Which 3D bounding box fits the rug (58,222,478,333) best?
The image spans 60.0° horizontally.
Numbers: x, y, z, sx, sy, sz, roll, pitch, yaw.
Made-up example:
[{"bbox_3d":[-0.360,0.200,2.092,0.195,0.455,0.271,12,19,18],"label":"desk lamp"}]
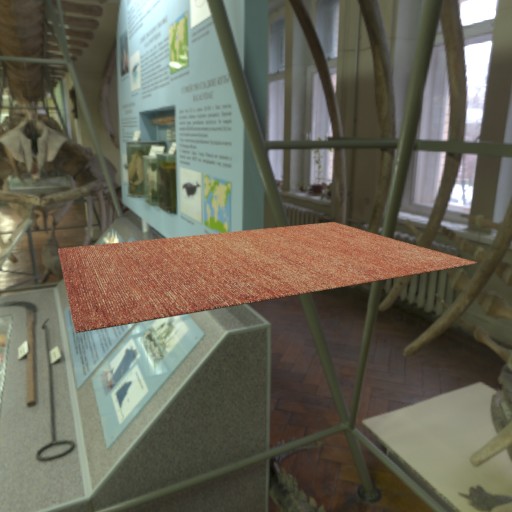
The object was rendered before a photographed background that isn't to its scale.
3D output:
[{"bbox_3d":[0.000,0.000,2.185,1.747,0.011,1.139,-7,16,-25],"label":"rug"}]
